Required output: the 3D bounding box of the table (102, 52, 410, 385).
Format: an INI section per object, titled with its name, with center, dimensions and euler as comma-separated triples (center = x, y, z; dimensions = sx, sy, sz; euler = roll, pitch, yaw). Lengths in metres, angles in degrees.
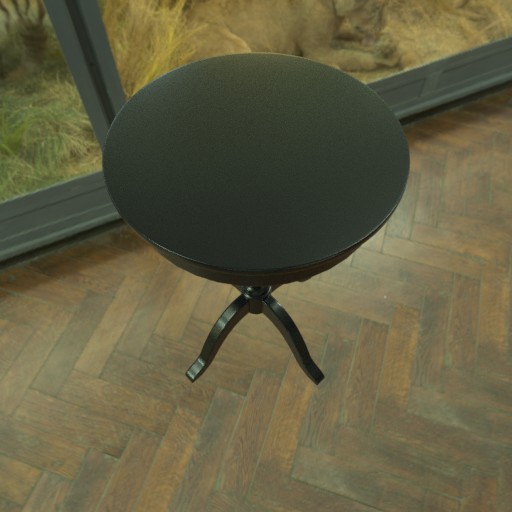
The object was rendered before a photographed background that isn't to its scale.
[table]
center = 0.000, 0.000, 0.973
dimensions = 0.481, 0.665, 0.481
euler = 0, 57, 0
